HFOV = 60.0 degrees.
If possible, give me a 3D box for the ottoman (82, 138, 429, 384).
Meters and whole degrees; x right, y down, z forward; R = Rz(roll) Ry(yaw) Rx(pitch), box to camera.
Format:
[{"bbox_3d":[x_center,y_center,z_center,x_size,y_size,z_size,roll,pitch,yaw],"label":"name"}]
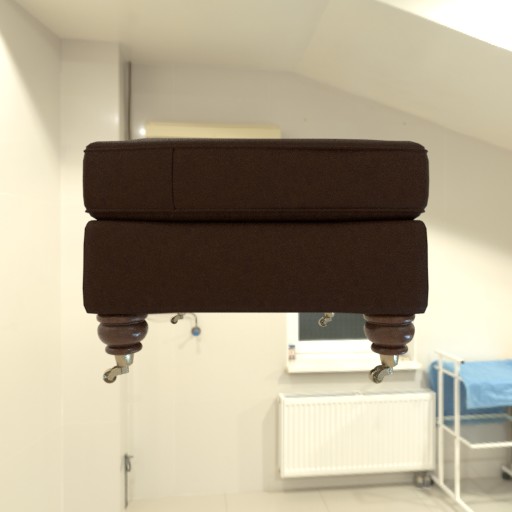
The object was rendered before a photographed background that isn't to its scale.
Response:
[{"bbox_3d":[0.000,0.000,1.793,0.967,0.730,1.187,0,0,0],"label":"ottoman"}]
